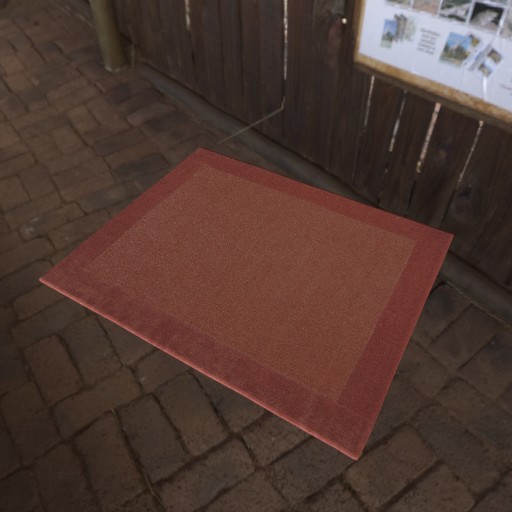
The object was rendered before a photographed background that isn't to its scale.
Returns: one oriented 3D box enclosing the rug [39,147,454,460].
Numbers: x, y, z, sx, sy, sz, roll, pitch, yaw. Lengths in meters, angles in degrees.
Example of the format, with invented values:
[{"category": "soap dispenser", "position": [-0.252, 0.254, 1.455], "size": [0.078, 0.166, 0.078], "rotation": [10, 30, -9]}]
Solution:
[{"category": "rug", "position": [0.000, 0.000, 4.052], "size": [2.976, 0.018, 2.430], "rotation": [23, 51, 21]}]
